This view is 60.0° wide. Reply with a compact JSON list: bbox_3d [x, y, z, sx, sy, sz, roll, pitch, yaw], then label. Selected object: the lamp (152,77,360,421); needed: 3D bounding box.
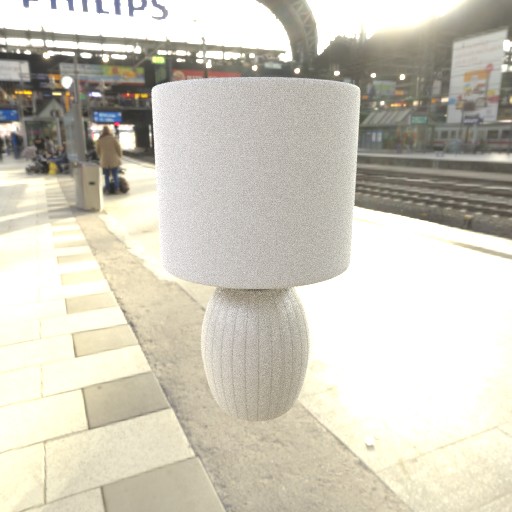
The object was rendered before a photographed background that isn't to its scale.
[{"bbox_3d":[0.000,0.000,0.781,0.328,0.570,0.328,0,15,0],"label":"lamp"}]
